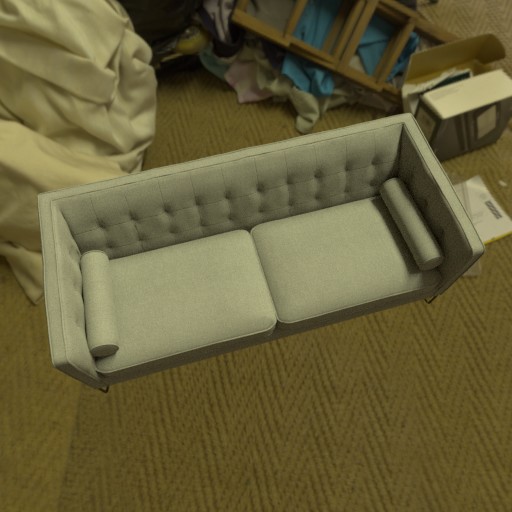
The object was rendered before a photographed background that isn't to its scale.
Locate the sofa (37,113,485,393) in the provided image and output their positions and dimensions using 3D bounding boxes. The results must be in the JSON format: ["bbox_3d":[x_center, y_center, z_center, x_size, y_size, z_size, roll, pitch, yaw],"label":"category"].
[{"bbox_3d":[0.000,0.000,2.516,2.079,0.798,0.912,-14,65,-7],"label":"sofa"}]
